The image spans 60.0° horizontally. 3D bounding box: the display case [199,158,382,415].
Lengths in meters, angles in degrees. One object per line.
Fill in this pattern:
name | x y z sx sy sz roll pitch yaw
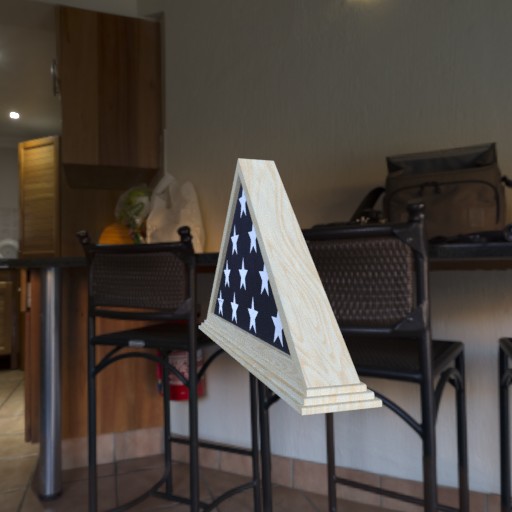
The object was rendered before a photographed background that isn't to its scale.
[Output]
display case | 0.000 0.000 0.780 0.095 0.340 0.640 0 -1 -17
